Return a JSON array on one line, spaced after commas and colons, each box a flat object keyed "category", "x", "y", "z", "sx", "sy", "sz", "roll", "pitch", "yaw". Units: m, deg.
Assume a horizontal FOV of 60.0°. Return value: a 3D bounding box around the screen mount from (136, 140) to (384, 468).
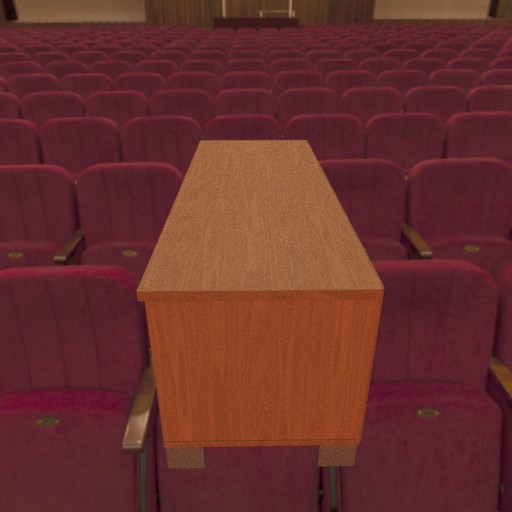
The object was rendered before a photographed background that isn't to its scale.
[{"category": "screen mount", "x": 0.000, "y": 0.000, "z": 1.300, "sx": 0.406, "sy": 0.432, "sz": 1.084, "roll": 0, "pitch": 27, "yaw": -1}]
